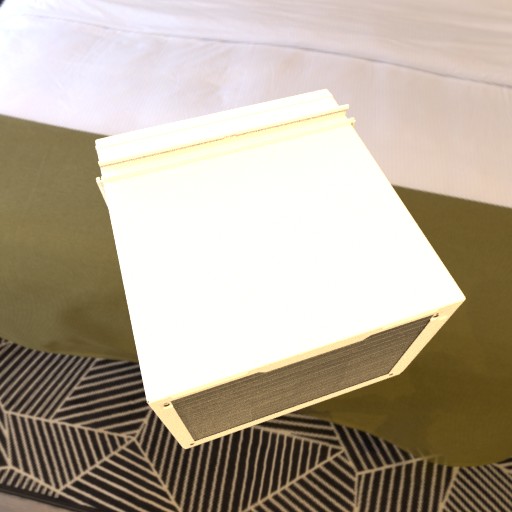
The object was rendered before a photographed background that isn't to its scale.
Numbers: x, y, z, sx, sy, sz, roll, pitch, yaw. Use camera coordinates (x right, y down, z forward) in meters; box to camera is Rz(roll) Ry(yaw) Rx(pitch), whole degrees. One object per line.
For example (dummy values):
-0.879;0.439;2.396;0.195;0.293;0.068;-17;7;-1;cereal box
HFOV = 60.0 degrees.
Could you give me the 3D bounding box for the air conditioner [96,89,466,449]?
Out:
0.000;0.000;0.897;0.503;0.388;0.546;-16;59;-10;air conditioner
